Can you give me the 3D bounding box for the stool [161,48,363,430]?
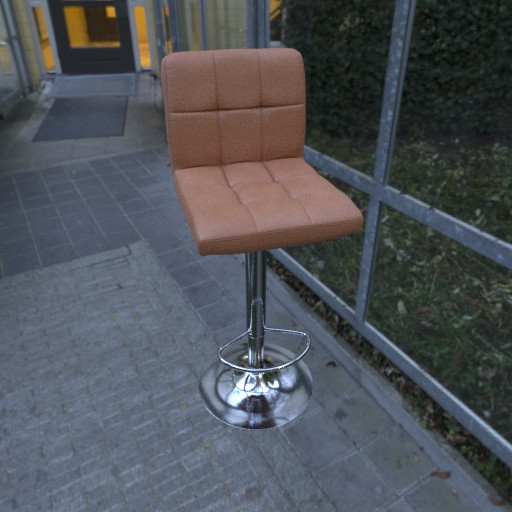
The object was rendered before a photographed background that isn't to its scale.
[{"bbox_3d":[0.000,0.000,1.368,0.430,1.115,0.505,-9,33,-14],"label":"stool"}]
